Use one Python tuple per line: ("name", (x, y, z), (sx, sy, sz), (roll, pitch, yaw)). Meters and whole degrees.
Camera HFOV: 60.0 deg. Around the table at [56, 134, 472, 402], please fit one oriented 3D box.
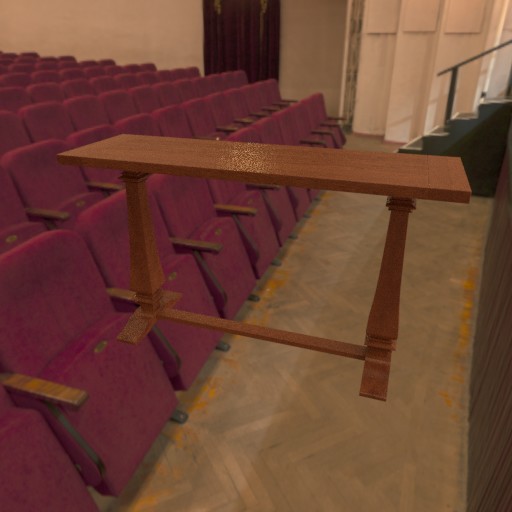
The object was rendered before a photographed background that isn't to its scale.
("table", (0.000, 0.000, 1.881), (1.478, 0.852, 0.461), (8, 27, 17))
